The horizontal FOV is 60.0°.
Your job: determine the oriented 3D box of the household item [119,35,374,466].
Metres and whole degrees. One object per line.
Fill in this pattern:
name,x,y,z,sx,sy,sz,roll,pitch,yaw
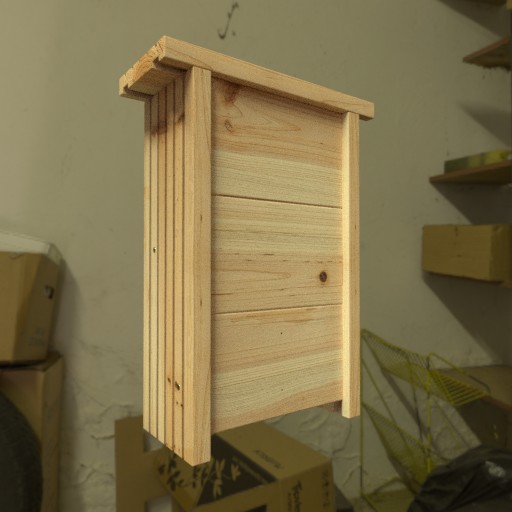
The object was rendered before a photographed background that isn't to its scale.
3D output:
household item,0.000,0.000,0.547,0.301,0.407,0.123,1,-1,-36
